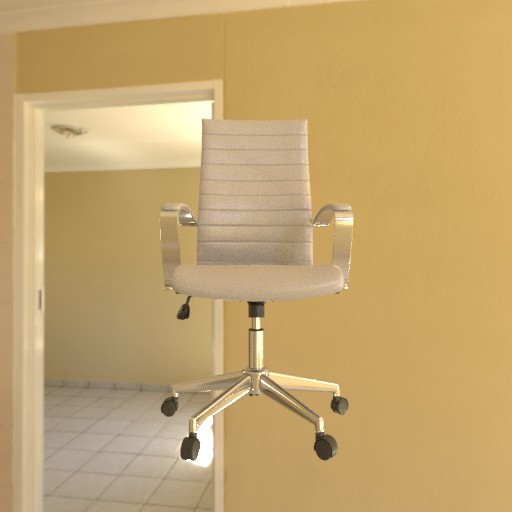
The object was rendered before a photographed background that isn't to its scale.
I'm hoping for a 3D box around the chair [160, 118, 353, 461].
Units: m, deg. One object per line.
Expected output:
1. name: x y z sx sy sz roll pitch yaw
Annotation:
1. chair: 0.000 0.000 1.552 0.679 1.149 0.667 0 0 -1
